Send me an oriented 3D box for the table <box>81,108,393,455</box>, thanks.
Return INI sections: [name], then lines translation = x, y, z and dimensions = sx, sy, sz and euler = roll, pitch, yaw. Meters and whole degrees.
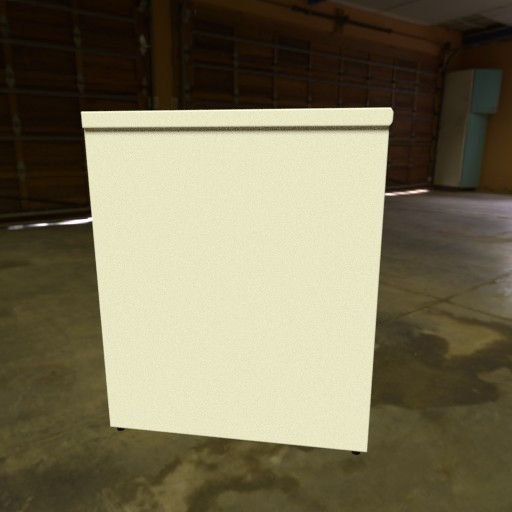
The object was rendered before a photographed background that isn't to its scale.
[table]
translation = 0.000, 0.000, 0.785
dimensions = 0.380, 0.460, 0.420
euler = 2, 14, 9
